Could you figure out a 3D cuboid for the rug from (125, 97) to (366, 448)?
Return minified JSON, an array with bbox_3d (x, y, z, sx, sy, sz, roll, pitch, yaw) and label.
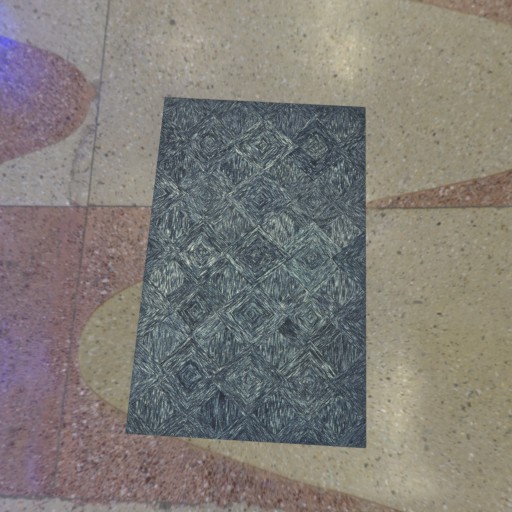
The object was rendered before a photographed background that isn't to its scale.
[{"bbox_3d":[0.000,0.000,2.983,1.478,0.017,2.330,3,76,1],"label":"rug"}]
